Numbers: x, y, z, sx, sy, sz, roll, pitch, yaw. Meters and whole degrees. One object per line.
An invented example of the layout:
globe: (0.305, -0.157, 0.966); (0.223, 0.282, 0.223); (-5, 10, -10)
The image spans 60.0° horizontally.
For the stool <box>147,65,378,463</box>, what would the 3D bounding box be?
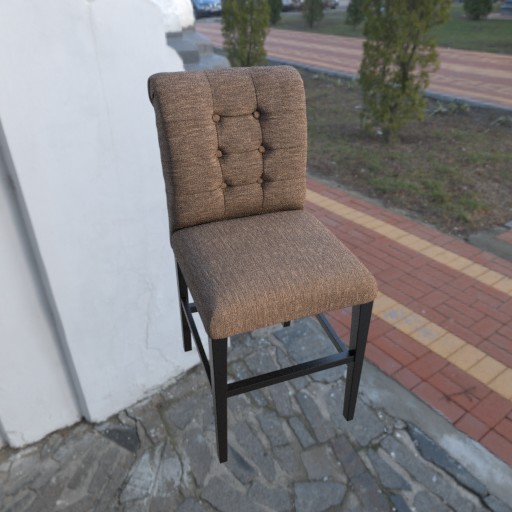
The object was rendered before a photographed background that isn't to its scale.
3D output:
stool: (0.000, 0.000, 1.319); (0.457, 0.970, 0.611); (-11, 33, -17)
